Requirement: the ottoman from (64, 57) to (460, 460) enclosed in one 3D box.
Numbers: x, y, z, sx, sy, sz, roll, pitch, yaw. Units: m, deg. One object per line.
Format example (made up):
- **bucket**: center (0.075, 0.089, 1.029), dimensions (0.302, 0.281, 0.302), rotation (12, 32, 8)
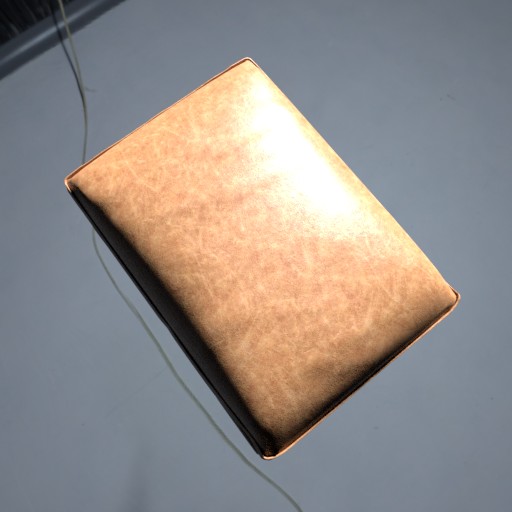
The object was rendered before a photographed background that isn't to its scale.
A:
- **ottoman**: center (0.000, 0.000, 1.052), dimensions (0.533, 0.480, 0.710), rotation (-37, 79, -8)
